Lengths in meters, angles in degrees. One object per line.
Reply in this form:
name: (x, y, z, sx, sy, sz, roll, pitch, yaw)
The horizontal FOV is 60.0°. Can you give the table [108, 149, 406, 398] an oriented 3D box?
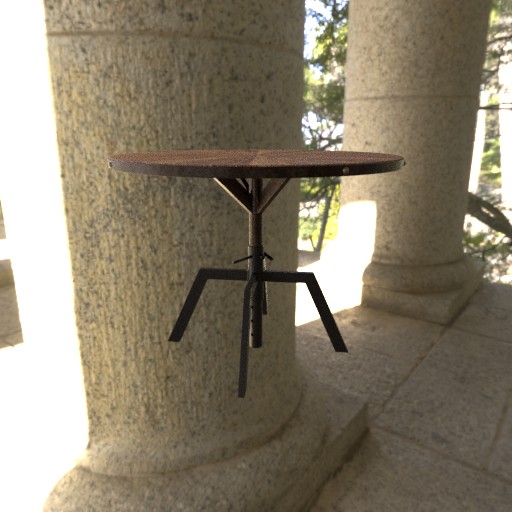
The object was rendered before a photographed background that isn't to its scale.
table: (0.000, 0.000, 1.477, 0.885, 0.658, 0.885, 0, 16, 0)
